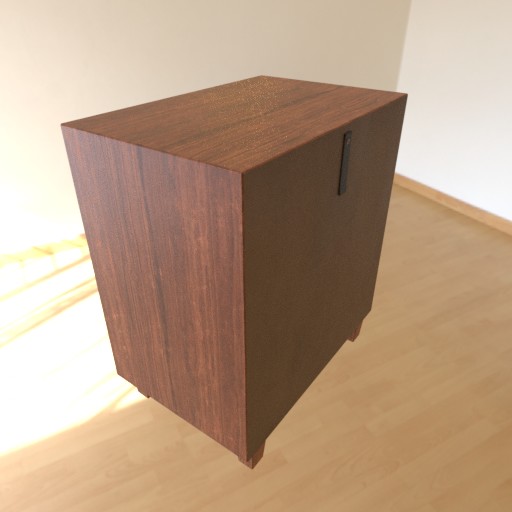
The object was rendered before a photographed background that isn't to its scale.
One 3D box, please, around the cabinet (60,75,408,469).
[{"bbox_3d":[0.000,0.000,1.062,0.410,0.695,0.607,21,37,30],"label":"cabinet"}]
